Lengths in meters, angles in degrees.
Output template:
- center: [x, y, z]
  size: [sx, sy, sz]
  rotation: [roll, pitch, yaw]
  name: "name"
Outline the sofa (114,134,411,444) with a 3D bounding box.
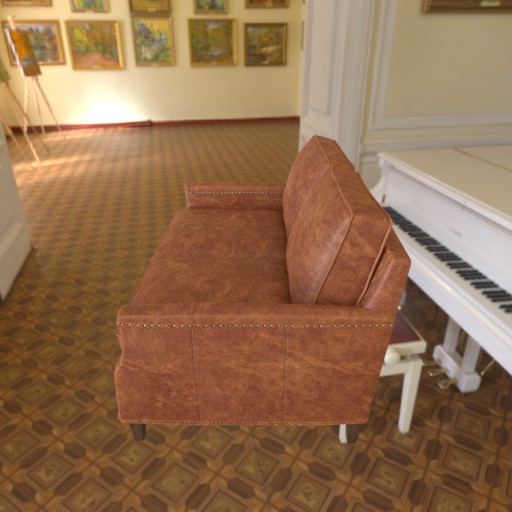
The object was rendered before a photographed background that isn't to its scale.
- center: [0.000, 0.000, 2.295]
  size: [1.084, 1.003, 1.597]
  rotation: [0, 26, 1]
  name: "sofa"
